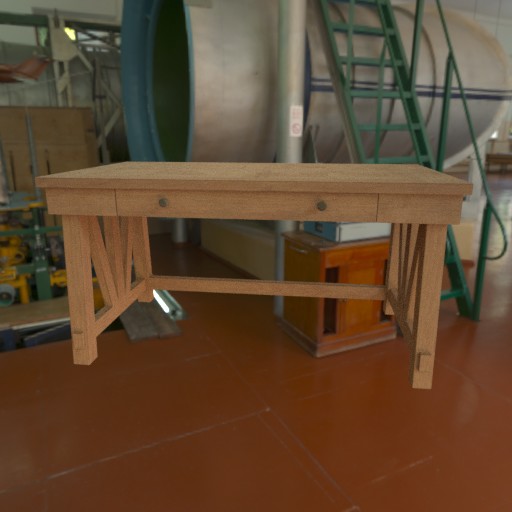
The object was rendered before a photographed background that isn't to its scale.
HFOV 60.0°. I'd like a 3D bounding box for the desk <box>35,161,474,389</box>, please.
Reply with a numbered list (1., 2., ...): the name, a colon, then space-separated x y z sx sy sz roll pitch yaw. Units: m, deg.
1. desk: 0.000 0.000 1.991 1.499 0.762 0.813 2 16 7
